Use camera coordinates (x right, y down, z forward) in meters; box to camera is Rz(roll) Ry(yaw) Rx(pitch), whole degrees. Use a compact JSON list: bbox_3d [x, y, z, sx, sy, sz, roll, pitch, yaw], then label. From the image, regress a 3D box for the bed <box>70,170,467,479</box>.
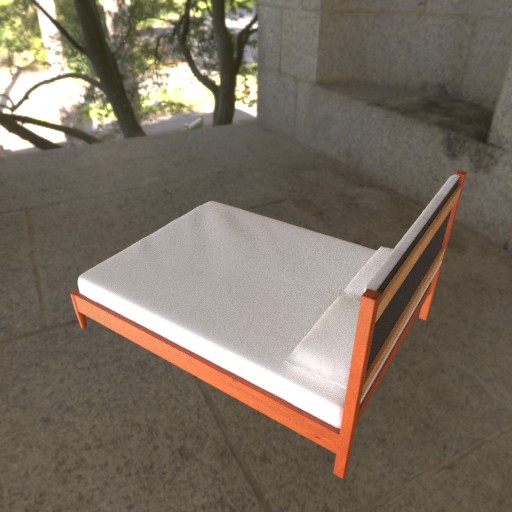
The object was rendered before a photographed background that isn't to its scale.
[{"bbox_3d":[0.000,0.000,3.015,2.117,1.165,1.566,20,37,28],"label":"bed"}]
